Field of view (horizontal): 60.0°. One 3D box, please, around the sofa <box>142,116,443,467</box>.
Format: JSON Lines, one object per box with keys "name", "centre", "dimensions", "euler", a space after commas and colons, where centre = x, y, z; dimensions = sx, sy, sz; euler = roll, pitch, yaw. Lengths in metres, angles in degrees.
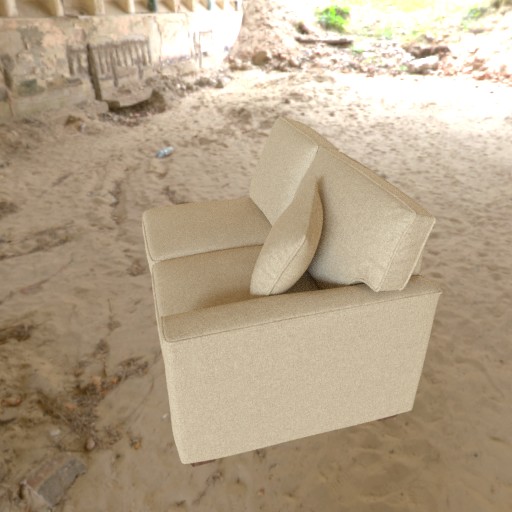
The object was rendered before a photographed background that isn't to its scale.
{"name": "sofa", "centre": [0.000, 0.000, 2.078], "dimensions": [0.991, 0.989, 1.388], "euler": [-8, 30, -14]}
